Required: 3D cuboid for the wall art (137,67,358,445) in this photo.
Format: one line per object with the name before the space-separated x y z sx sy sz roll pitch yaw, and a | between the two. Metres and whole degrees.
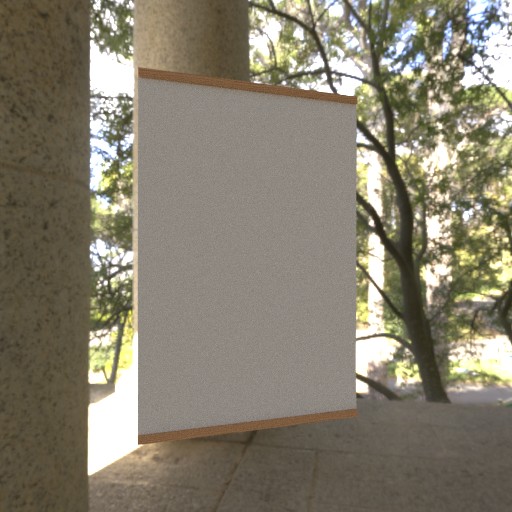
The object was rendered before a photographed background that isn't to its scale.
wall art | 0.000 0.000 1.956 1.011 1.521 0.025 0 0 -19
